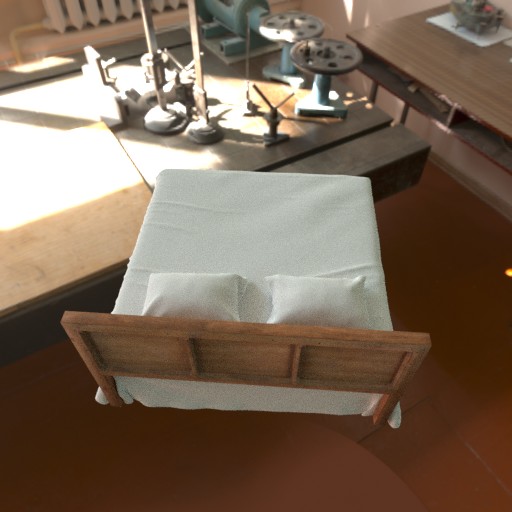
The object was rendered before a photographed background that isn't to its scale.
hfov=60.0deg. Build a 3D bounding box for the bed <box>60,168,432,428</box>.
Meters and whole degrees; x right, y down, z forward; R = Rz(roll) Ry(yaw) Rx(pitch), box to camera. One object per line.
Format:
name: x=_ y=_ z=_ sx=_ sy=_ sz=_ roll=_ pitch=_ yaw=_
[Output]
bed: x=0.000 y=0.000 z=3.520 sx=2.255 sy=1.158 sz=2.165 roll=3 pitch=49 yaw=3
